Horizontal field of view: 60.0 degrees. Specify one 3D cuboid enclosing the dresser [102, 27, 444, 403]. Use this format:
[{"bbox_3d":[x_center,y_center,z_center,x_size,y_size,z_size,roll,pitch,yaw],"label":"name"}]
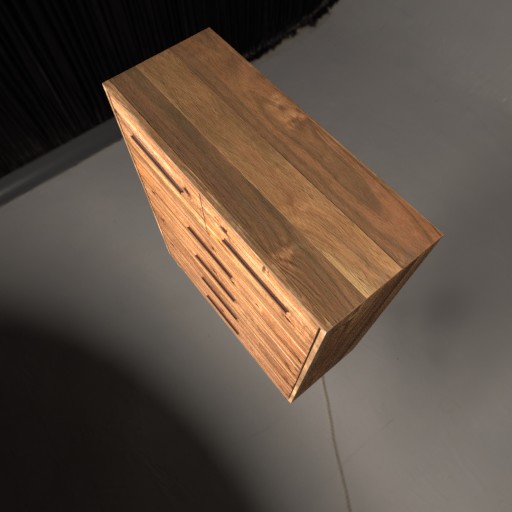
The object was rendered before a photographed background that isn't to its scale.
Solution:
[{"bbox_3d":[0.000,0.000,1.933,0.442,1.393,1.062,-36,69,-16],"label":"dresser"}]
